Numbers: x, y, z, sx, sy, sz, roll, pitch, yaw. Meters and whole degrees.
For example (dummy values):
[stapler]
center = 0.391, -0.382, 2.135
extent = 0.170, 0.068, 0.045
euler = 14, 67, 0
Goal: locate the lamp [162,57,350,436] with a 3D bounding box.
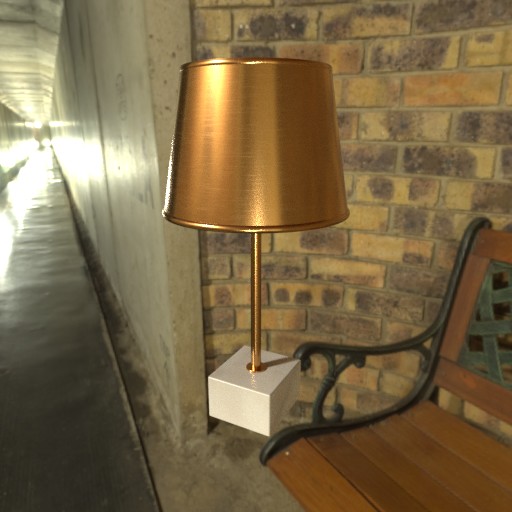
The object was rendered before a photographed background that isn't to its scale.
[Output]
[lamp]
center = 0.000, 0.000, 0.517
extent = 0.208, 0.406, 0.208
euler = 0, 17, 0
